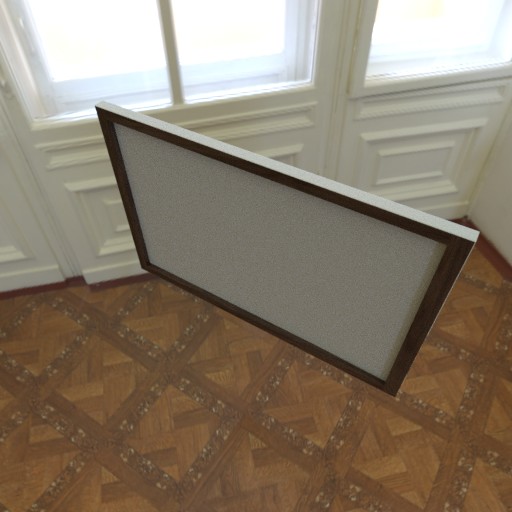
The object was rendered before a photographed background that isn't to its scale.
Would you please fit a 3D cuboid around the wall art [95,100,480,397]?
[{"bbox_3d":[0.000,0.000,1.938,1.520,1.016,0.051,24,52,21],"label":"wall art"}]
